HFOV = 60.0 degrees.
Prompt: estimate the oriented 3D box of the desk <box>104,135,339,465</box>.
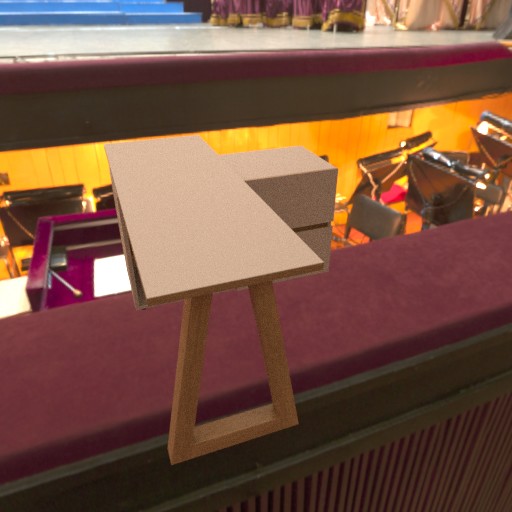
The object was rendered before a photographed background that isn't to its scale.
[{"bbox_3d":[0.000,0.000,2.006,1.098,0.755,1.404,-11,32,-18],"label":"desk"}]
